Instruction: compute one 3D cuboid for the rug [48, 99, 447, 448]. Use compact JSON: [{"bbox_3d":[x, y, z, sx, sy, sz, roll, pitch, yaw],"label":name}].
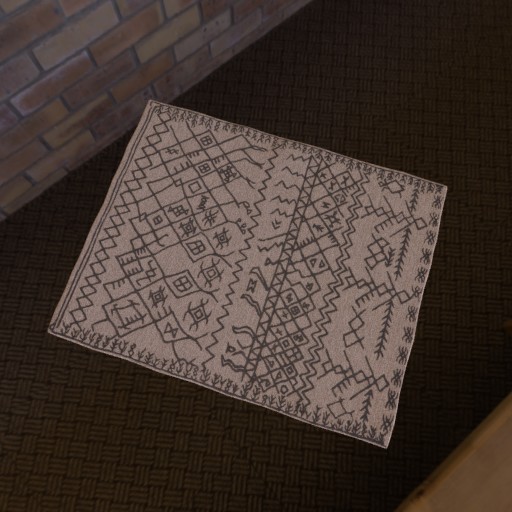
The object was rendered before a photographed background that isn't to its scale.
[{"bbox_3d":[0.000,0.000,3.229,2.455,0.025,1.964,17,76,4],"label":"rug"}]
